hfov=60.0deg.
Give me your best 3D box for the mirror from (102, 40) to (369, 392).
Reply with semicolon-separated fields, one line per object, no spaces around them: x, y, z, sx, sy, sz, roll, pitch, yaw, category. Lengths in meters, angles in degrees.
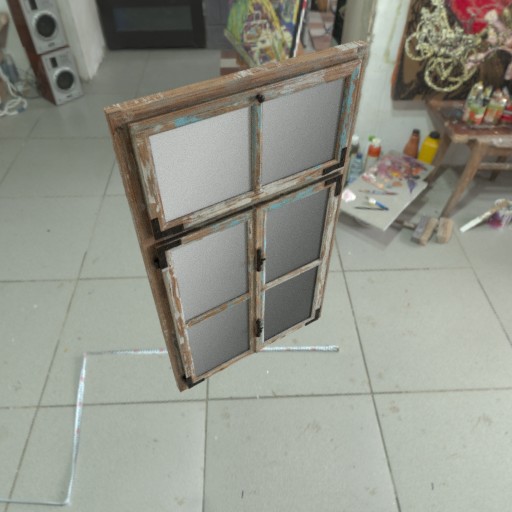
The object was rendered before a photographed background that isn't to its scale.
0.000;0.000;1.473;0.707;1.213;0.083;-24;51;-21;mirror
